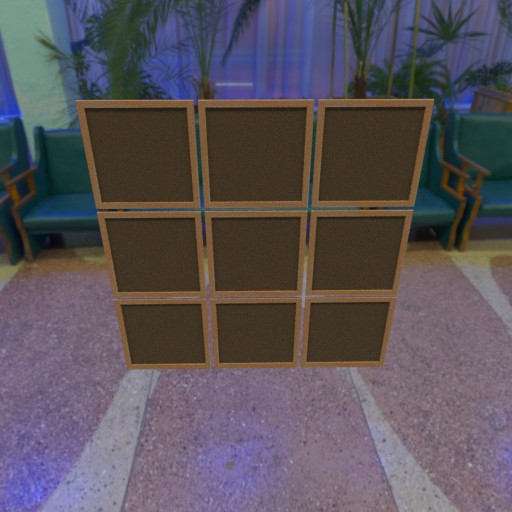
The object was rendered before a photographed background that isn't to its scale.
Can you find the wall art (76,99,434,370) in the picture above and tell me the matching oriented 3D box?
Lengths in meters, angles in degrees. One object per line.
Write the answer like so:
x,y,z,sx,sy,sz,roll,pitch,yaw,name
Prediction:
0.000,0.000,2.257,1.520,1.525,0.013,0,30,-1,wall art
